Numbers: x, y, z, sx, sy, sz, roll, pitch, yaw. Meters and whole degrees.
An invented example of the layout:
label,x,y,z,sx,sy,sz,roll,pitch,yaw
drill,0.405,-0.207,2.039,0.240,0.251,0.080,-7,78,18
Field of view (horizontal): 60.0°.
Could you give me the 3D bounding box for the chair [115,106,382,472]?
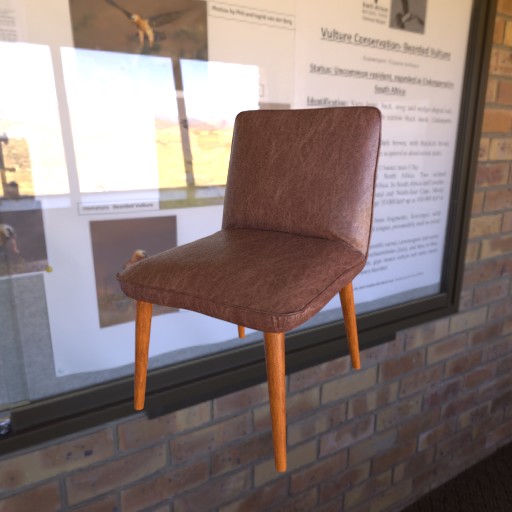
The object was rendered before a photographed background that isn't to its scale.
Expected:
label,x,y,z,sx,sy,sz,roll,pitch,yaw
chair,0.000,0.000,1.217,0.543,0.803,0.645,7,16,26
